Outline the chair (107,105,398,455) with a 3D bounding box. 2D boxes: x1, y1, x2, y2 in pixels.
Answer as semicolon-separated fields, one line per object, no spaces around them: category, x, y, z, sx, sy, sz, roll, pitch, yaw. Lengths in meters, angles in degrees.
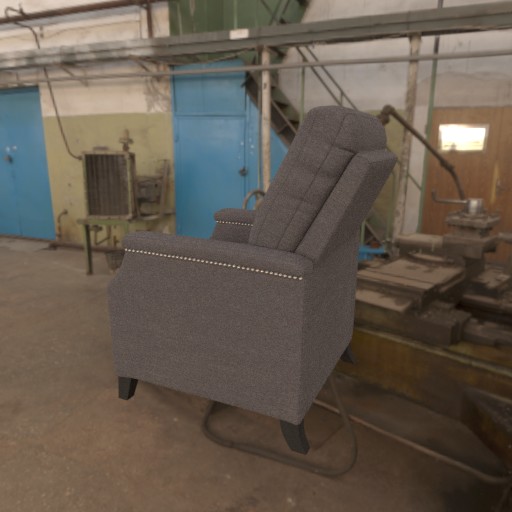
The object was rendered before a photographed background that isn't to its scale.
chair;0.000;0.000;1.684;0.922;1.049;0.710;7;16;24
